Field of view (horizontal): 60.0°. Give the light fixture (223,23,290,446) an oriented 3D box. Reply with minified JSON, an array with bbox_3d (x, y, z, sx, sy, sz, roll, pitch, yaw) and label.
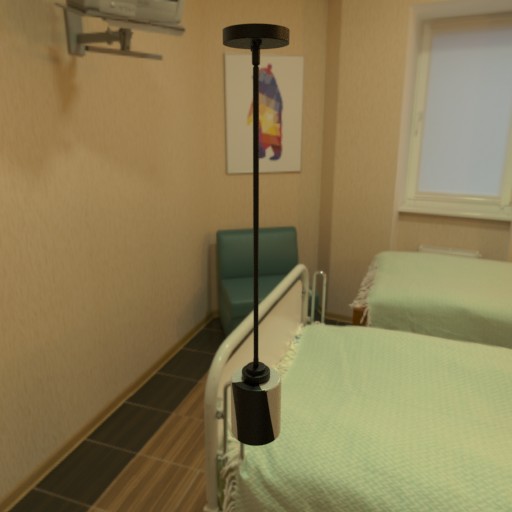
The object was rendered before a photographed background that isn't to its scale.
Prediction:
[{"bbox_3d":[0.000,0.000,0.937,0.123,0.863,0.123,-3,17,-9],"label":"light fixture"}]
